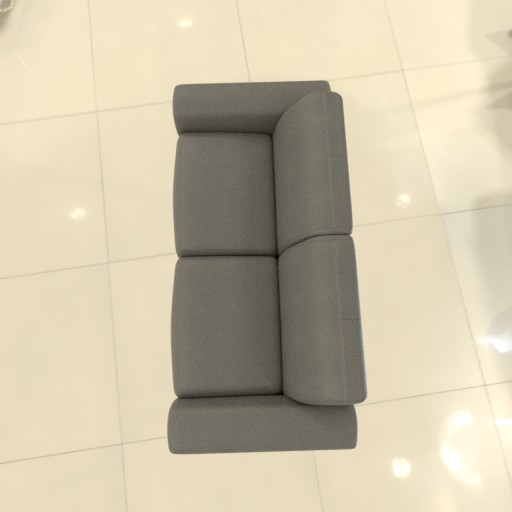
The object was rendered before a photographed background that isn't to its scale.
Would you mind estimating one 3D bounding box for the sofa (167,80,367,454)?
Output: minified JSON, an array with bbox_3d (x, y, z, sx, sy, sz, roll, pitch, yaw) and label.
[{"bbox_3d":[0.000,0.000,2.358,0.900,0.772,1.901,-2,77,0],"label":"sofa"}]
